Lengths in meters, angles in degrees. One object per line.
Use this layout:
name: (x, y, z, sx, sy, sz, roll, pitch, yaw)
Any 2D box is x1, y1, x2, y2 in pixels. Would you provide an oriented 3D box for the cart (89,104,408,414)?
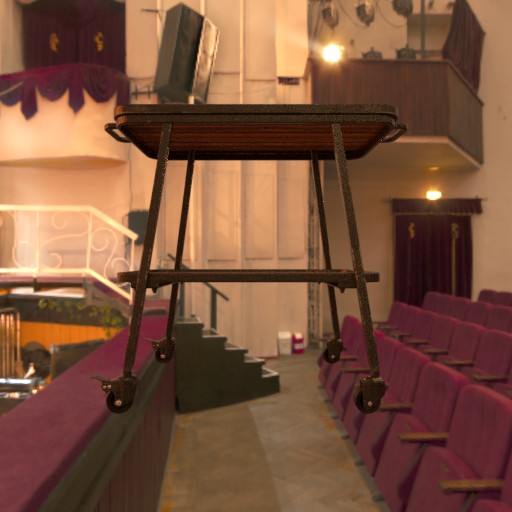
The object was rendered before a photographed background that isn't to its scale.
cart: (0.000, 0.000, 1.225, 0.806, 0.700, 0.515, 0, 0, 0)
